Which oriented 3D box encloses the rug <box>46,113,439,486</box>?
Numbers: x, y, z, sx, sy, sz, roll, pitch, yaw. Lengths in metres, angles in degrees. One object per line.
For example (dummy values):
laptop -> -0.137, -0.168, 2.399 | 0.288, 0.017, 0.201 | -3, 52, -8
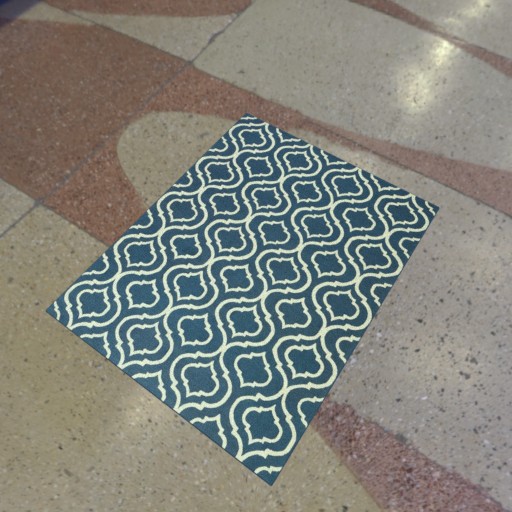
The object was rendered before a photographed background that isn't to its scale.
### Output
rug -> 0.000, 0.000, 3.958 | 2.270, 0.020, 2.881 | 31, 64, 17
